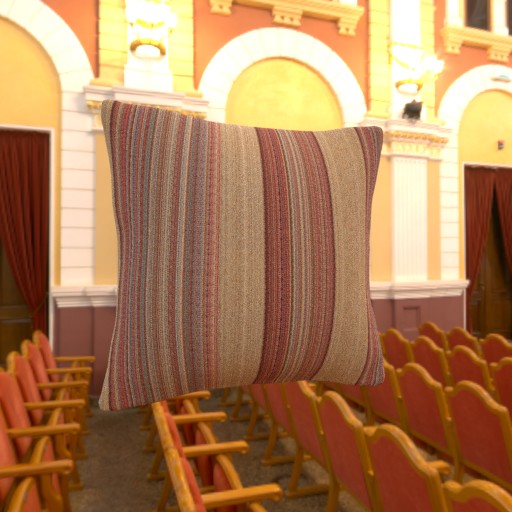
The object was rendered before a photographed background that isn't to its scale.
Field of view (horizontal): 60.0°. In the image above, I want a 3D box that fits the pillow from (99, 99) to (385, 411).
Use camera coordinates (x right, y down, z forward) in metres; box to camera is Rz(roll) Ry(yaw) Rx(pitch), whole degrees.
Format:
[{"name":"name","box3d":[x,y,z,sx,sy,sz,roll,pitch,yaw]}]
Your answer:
[{"name":"pillow","box3d":[0.000,0.000,0.653,0.437,0.419,0.136,0,0,-18]}]
